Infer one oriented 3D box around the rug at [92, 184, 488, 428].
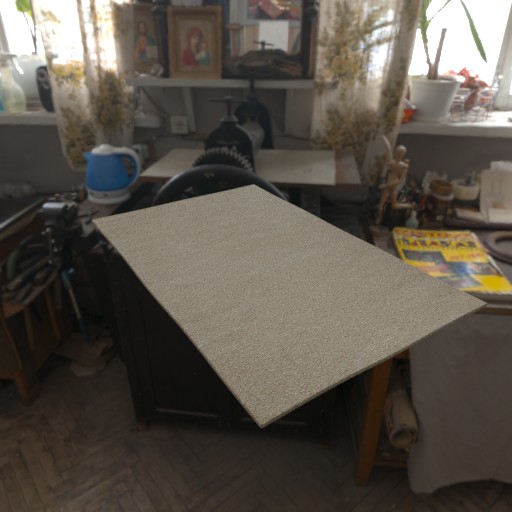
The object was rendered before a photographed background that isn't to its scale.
[{"bbox_3d":[0.000,0.000,2.934,1.500,0.025,2.346,-17,33,-29],"label":"rug"}]
